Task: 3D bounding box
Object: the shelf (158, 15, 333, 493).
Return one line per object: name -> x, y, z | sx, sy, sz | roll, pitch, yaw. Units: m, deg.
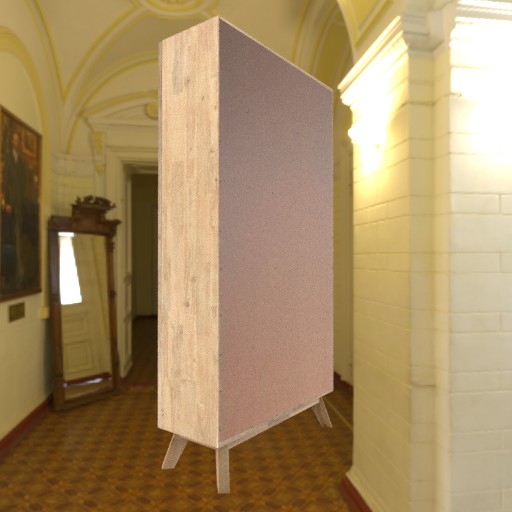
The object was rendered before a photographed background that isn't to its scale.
shelf -> 0.000, 0.000, 1.735 | 0.308, 1.471, 0.748 | 0, -1, 37
